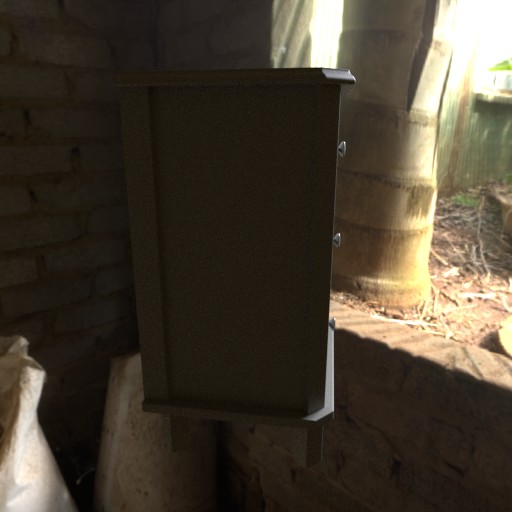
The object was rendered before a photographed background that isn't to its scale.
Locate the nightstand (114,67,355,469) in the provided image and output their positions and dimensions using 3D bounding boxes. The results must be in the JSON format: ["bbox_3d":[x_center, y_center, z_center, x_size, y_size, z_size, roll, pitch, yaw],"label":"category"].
[{"bbox_3d":[0.000,0.000,0.929,0.350,0.680,0.450,3,17,9],"label":"nightstand"}]
